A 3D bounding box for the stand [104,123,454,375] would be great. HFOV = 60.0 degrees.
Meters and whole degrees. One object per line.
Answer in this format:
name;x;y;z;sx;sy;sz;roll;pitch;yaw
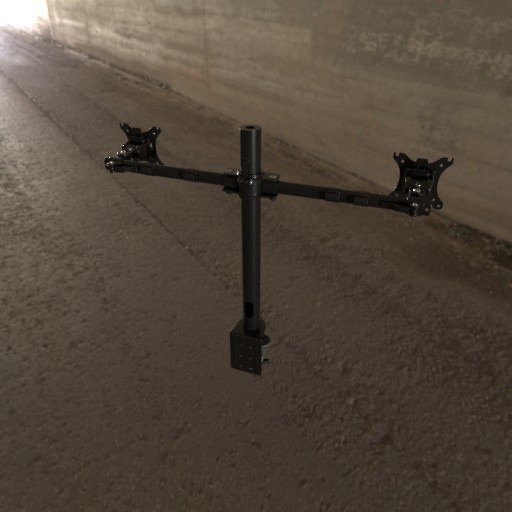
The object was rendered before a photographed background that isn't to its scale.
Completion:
stand;0.000;0.000;1.016;0.743;0.603;0.150;11;33;17
